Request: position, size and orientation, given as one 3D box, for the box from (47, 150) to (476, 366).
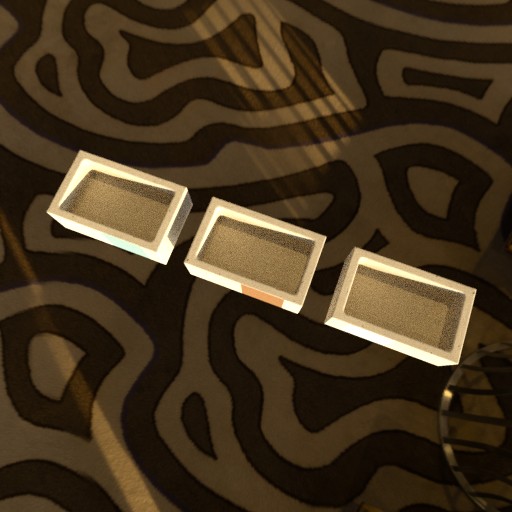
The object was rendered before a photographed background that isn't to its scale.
[{"bbox_3d":[0.000,0.000,0.498,0.461,0.051,0.082,20,75,6],"label":"box"}]
